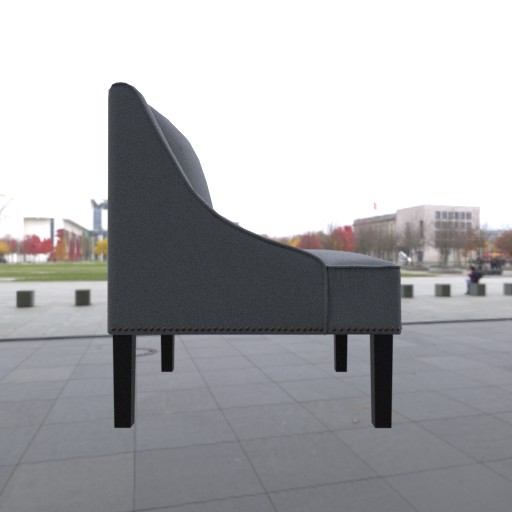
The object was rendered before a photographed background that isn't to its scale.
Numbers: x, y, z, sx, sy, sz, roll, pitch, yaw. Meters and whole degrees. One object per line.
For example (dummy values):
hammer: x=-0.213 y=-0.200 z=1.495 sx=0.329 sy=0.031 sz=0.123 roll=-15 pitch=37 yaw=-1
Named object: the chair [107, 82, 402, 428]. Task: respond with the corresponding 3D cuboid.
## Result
chair: x=0.000 y=0.000 z=1.403 sx=0.747 sy=0.867 sz=0.631 roll=0 pitch=0 yaw=0
